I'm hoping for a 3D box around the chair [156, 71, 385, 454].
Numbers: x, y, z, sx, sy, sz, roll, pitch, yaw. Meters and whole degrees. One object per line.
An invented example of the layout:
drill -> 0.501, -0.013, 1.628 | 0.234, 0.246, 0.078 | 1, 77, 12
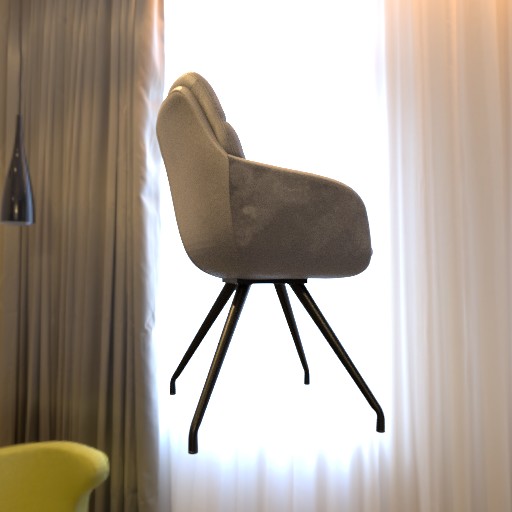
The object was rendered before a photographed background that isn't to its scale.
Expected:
chair -> 0.000, 0.000, 1.282 | 0.569, 0.888, 0.579 | 1, -2, -16
